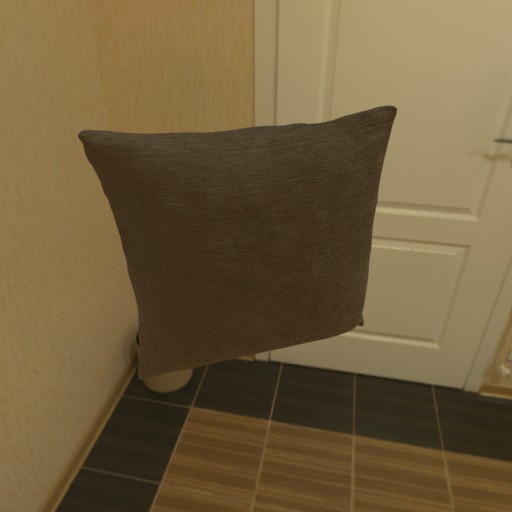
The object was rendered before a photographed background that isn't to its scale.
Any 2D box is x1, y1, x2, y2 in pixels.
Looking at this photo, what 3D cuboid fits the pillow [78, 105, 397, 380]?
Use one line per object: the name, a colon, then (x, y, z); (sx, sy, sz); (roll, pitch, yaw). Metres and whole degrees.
pillow: (0.000, 0.000, 0.709); (0.452, 0.439, 0.204); (-10, 34, -15)
